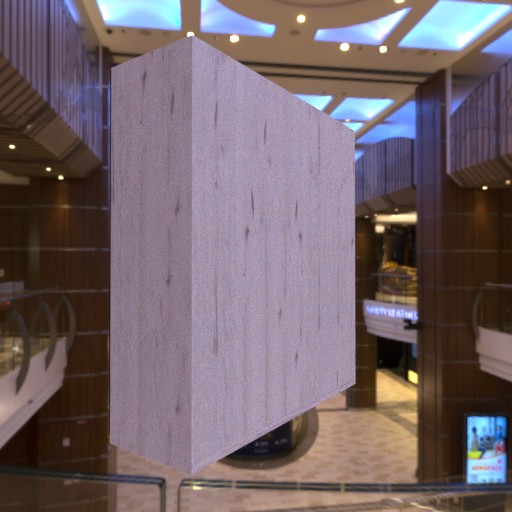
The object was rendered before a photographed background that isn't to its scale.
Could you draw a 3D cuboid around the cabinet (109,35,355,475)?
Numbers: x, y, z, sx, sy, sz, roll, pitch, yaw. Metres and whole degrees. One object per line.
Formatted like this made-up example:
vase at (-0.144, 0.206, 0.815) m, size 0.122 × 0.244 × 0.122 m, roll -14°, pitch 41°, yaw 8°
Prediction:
cabinet at (0.000, 0.000, 3.197) m, size 0.660 × 2.180 × 2.000 m, roll 0°, pitch -1°, yaw 36°
